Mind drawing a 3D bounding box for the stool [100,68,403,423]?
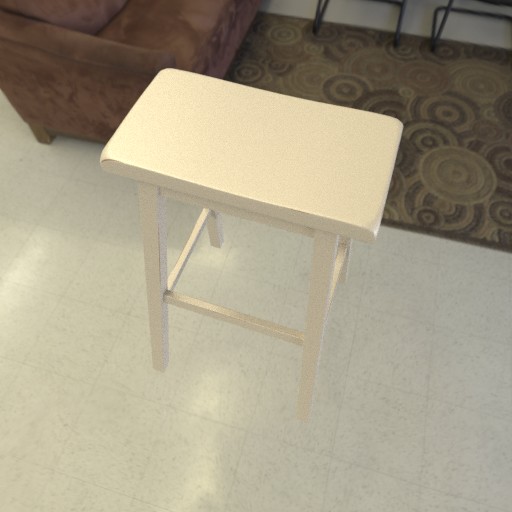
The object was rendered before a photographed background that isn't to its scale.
[{"bbox_3d":[0.000,0.000,1.029,0.457,0.737,0.476,16,60,10],"label":"stool"}]
